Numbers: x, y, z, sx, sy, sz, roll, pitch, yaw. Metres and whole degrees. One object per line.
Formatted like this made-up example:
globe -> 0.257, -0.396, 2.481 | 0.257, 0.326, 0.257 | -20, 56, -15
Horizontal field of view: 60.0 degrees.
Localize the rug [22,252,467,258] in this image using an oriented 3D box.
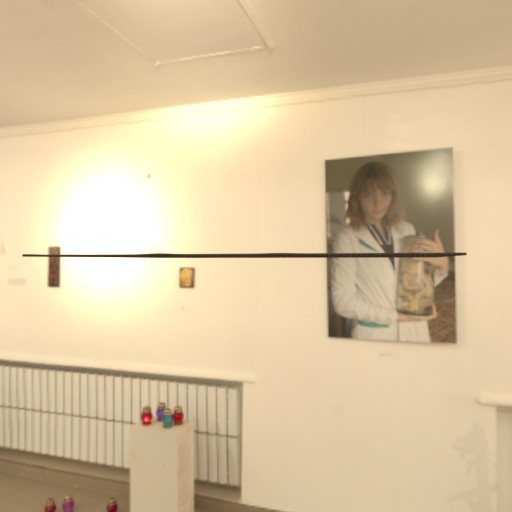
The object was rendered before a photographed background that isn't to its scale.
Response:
rug -> 0.000, 0.000, 2.275 | 1.820, 0.012, 1.207 | 0, -1, 18
